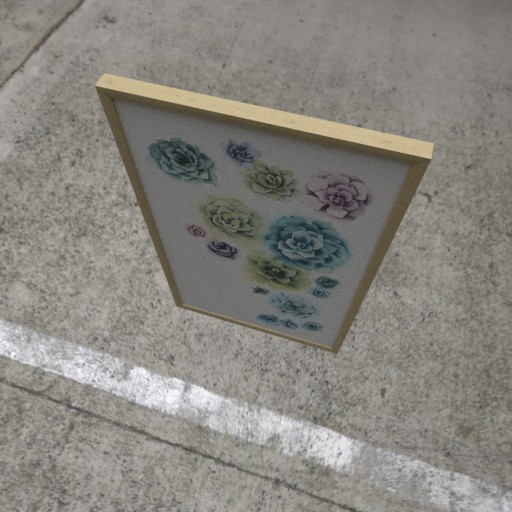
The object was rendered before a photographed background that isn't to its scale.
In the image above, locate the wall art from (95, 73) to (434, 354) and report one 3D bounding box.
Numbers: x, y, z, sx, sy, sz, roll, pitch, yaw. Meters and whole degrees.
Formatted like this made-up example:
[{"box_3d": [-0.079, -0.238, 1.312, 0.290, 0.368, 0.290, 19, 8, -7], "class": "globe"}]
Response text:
[{"box_3d": [0.000, 0.000, 0.993, 0.510, 0.810, 0.039, 15, 60, 9], "class": "wall art"}]
